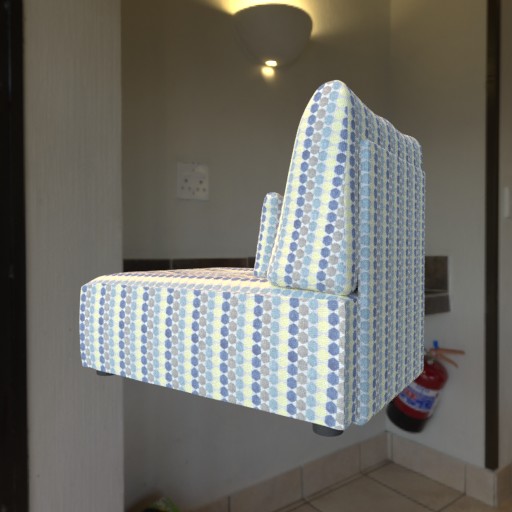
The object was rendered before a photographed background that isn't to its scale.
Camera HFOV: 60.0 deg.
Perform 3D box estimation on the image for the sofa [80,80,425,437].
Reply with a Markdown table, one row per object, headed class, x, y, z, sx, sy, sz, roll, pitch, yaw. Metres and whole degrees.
| class | x | y | z | sx | sy | sz | roll | pitch | yaw |
| --- | --- | --- | --- | --- | --- | --- | --- | --- | --- |
| sofa | 0.000 | 0.000 | 1.532 | 1.000 | 0.820 | 0.700 | 1 | 1 | 34 |
